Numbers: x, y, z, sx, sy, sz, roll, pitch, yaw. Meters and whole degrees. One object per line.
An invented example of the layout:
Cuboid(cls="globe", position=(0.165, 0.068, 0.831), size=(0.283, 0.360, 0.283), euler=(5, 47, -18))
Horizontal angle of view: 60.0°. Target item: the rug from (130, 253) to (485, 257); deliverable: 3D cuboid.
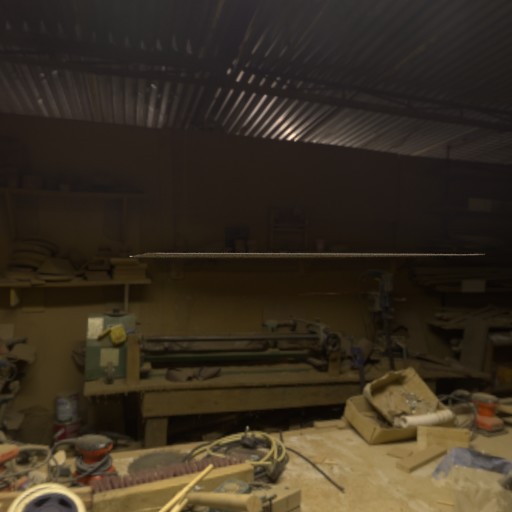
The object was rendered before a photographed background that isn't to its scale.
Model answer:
Cuboid(cls="rug", position=(0.000, 0.000, 2.319), size=(1.223, 0.008, 1.813), euler=(0, 0, -18))
